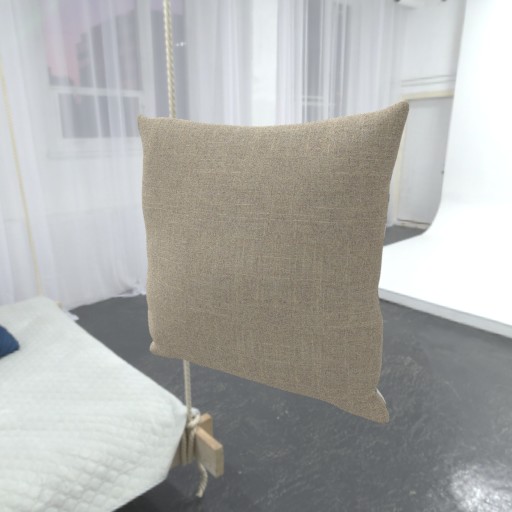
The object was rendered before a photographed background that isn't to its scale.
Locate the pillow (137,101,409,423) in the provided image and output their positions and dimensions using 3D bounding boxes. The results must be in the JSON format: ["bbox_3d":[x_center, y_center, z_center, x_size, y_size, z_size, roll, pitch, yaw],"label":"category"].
[{"bbox_3d":[0.000,0.000,0.685,0.439,0.440,0.182,8,17,27],"label":"pillow"}]
